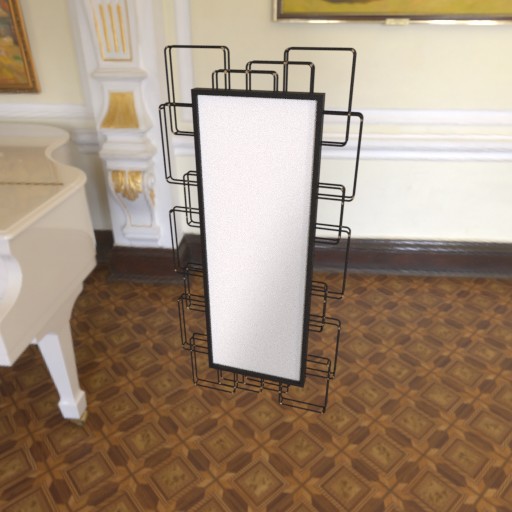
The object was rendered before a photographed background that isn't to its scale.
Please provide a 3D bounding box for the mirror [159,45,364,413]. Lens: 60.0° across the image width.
[{"bbox_3d":[0.000,0.000,1.394,0.565,1.192,0.037,8,29,15],"label":"mirror"}]
